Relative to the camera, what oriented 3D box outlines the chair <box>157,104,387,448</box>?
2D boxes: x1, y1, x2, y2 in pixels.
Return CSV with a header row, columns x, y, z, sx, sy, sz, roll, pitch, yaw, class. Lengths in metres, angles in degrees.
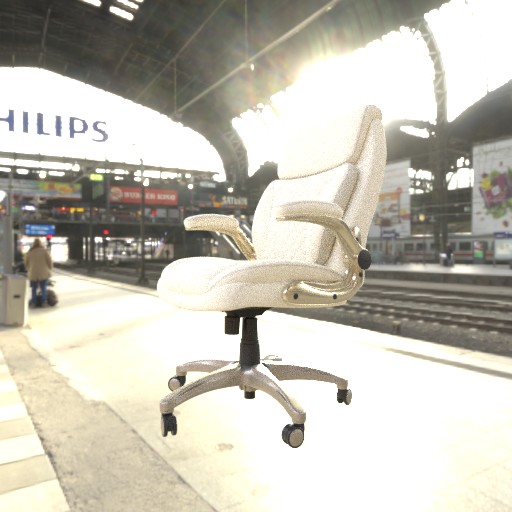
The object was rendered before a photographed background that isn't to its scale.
x,y,z,sx,sy,sz,roll,pitch,yaw,class
0.000,0.000,1.630,0.794,1.110,0.740,0,1,-36,chair
